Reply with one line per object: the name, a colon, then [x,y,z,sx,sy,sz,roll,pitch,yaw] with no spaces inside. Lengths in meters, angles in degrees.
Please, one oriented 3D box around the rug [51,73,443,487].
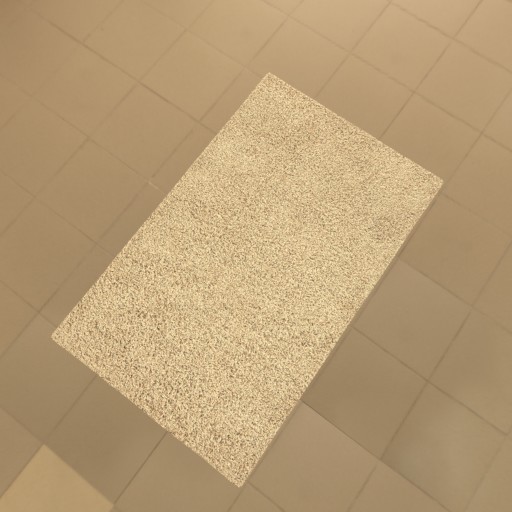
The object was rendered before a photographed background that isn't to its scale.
rug: [0.000,0.000,3.000,1.524,0.030,2.438,35,78,8]
